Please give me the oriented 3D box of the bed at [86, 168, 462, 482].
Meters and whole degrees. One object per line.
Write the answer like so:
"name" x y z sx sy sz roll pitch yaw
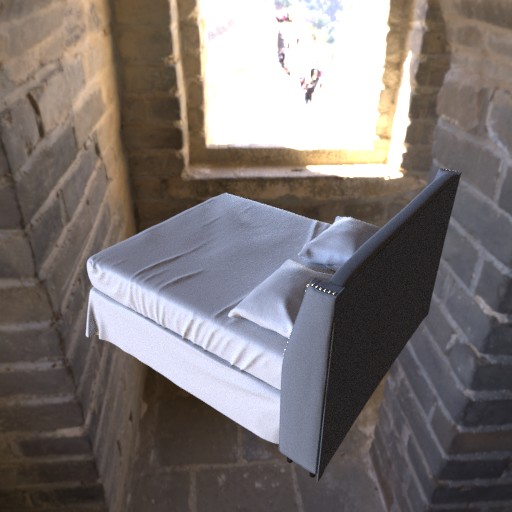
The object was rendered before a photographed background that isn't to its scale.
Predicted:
"bed" 0.000 0.000 3.398 2.276 1.332 1.925 21 36 31
